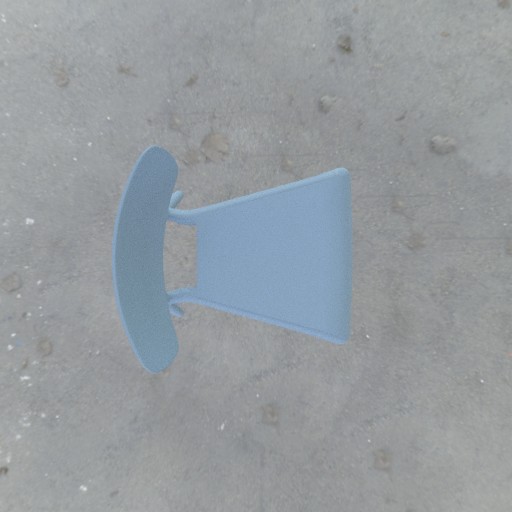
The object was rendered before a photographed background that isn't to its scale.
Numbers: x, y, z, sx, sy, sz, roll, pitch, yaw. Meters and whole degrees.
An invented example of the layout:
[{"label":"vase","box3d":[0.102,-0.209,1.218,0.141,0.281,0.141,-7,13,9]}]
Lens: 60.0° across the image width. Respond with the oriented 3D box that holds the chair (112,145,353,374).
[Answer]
[{"label":"chair","box3d":[0.000,0.000,0.835,0.401,0.580,0.356,0,91,-1]}]
